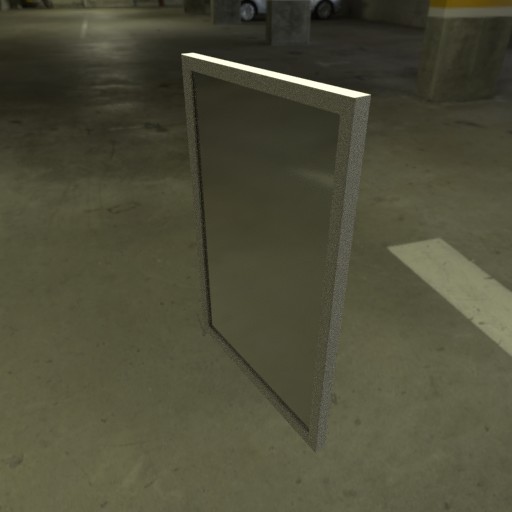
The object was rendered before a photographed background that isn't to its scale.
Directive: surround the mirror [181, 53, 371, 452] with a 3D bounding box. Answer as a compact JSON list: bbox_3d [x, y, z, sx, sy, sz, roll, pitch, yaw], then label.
[{"bbox_3d":[0.000,0.000,1.166,0.041,0.914,0.609,-20,37,-29],"label":"mirror"}]
